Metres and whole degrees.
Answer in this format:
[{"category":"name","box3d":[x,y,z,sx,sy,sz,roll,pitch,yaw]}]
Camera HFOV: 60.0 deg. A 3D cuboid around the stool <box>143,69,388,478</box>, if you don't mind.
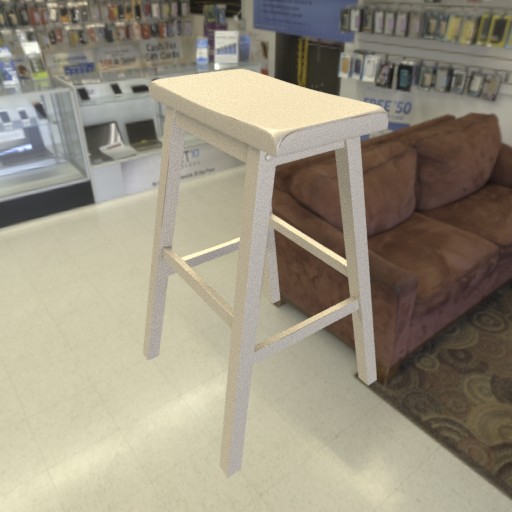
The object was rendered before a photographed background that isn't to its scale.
[{"category":"stool","box3d":[0.000,0.000,1.038,0.476,0.737,0.457,-21,38,-29]}]
